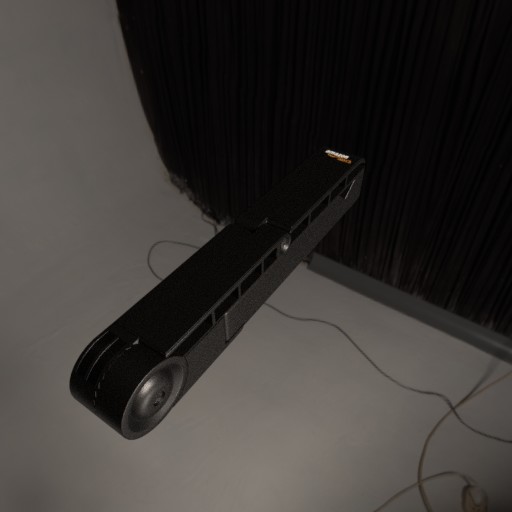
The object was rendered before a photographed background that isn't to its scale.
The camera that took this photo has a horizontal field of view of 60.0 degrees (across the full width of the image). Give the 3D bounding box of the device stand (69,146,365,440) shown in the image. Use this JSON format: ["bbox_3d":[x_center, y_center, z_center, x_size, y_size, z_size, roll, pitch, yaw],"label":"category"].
[{"bbox_3d":[0.000,0.000,0.194,0.026,0.030,0.179,25,48,25],"label":"device stand"}]
